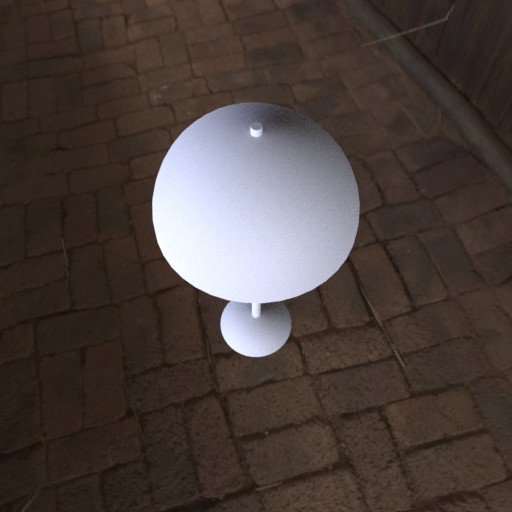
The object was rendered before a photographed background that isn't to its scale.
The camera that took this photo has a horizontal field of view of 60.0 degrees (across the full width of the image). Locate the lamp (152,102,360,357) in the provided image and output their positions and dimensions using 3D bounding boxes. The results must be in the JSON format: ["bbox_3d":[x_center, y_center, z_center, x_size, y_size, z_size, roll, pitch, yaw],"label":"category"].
[{"bbox_3d":[0.000,0.000,0.436,0.171,0.330,0.171,0,58,0],"label":"lamp"}]
